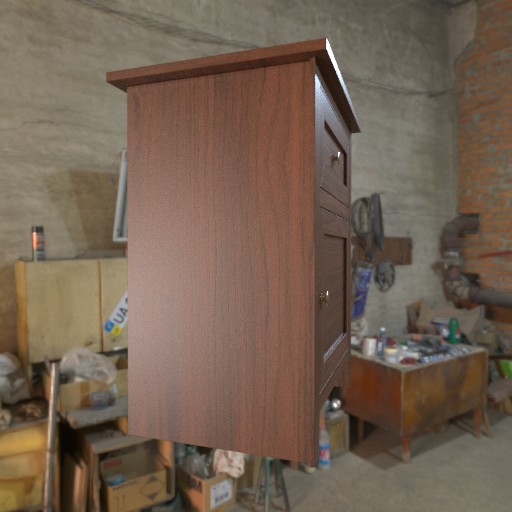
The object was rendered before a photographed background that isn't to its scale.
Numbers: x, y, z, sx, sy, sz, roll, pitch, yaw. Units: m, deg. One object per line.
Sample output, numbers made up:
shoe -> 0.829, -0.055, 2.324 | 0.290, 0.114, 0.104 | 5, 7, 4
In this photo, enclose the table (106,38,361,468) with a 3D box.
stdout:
table -> 0.000, 0.000, 0.931 | 0.381, 0.636, 0.480 | 0, 1, 19
